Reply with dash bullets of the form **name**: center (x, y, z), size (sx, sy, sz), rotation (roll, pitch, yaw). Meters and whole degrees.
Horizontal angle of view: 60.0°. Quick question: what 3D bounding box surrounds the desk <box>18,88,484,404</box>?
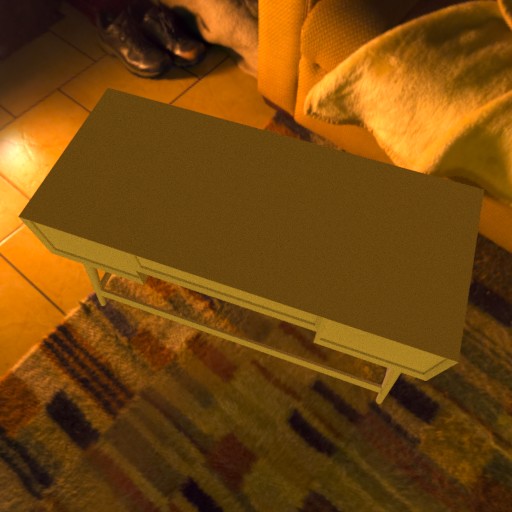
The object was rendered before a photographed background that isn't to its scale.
- **desk**: center (0.000, 0.000, 1.703), size (1.313, 0.762, 0.589), rotation (18, 65, 9)
